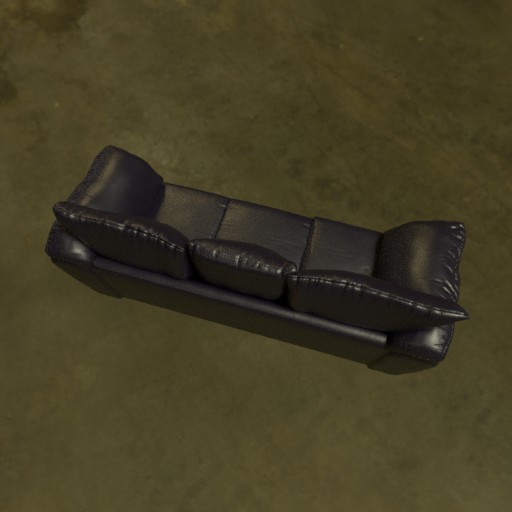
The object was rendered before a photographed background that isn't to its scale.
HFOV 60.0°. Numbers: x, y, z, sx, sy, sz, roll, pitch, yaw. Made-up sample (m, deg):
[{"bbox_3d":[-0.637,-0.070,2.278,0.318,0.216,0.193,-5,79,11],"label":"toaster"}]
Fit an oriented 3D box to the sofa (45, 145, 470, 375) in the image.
[{"bbox_3d":[0.000,0.000,2.752,2.336,1.073,0.880,14,63,7],"label":"sofa"}]
